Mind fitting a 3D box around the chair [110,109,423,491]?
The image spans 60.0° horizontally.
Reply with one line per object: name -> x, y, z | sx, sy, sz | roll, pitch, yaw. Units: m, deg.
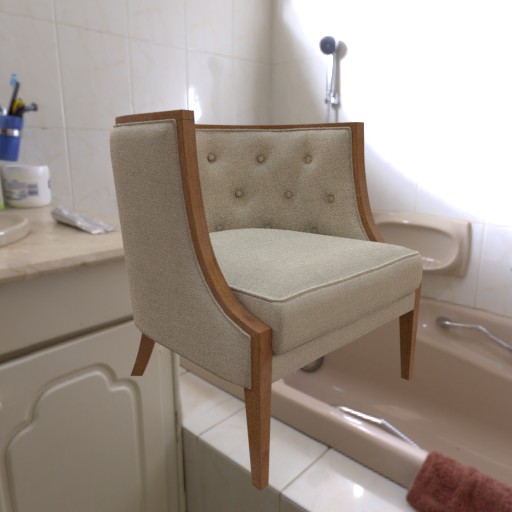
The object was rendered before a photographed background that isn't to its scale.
chair -> 0.000, 0.000, 1.312 | 0.711, 0.775, 0.757 | -13, 19, -43
